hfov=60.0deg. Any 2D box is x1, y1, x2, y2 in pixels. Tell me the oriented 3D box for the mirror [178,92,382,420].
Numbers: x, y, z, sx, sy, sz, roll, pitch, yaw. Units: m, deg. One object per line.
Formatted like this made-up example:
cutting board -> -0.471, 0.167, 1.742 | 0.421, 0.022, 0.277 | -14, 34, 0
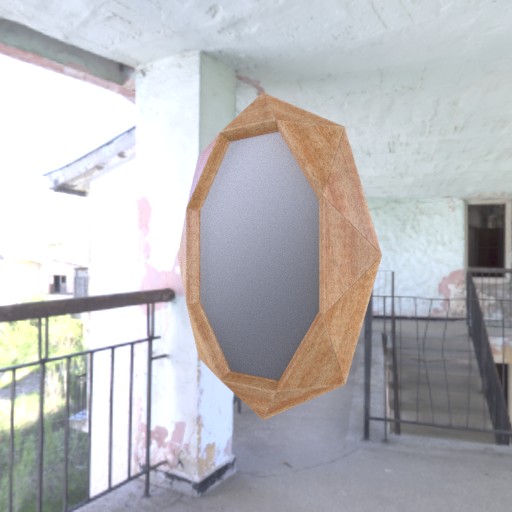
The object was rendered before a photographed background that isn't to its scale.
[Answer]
mirror -> 0.000, 0.000, 1.025 | 0.577, 0.774, 0.070 | 0, 0, 37
